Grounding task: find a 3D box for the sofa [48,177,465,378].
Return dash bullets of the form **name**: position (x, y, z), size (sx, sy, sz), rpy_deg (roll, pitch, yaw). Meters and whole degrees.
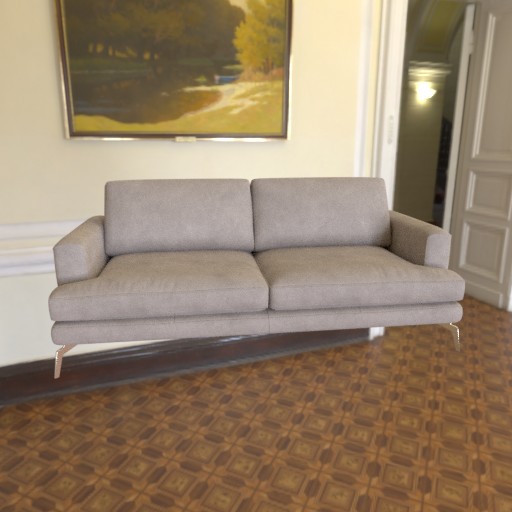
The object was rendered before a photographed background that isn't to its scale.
- **sofa**: position (0.000, 0.000, 2.512), size (2.013, 0.830, 0.980), rpy_deg (-2, 15, -7)
